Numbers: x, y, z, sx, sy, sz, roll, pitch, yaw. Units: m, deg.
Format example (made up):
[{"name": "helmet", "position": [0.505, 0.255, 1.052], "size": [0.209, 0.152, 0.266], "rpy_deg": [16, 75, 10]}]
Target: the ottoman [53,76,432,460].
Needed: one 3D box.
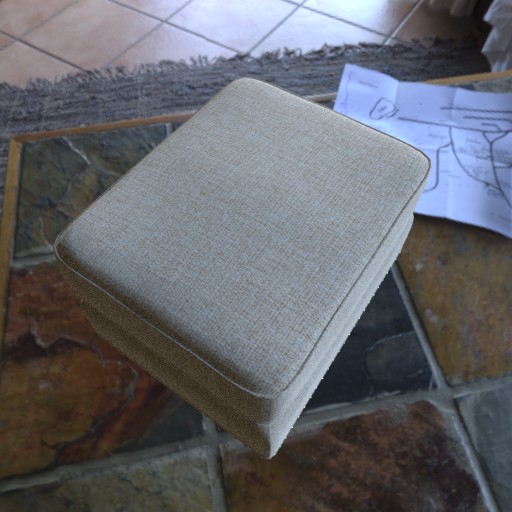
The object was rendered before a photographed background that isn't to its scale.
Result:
[{"name": "ottoman", "position": [0.000, 0.000, 1.138], "size": [0.589, 0.537, 0.738], "rpy_deg": [30, 63, 18]}]
